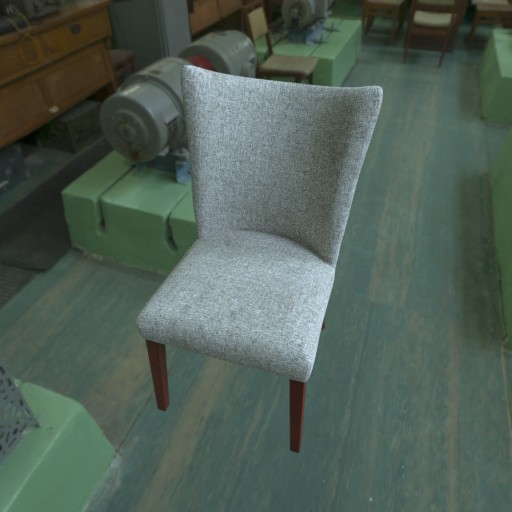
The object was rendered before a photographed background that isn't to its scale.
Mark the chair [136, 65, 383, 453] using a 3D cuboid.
[{"bbox_3d":[0.000,0.000,1.299,0.535,0.924,0.623,12,42,14],"label":"chair"}]
